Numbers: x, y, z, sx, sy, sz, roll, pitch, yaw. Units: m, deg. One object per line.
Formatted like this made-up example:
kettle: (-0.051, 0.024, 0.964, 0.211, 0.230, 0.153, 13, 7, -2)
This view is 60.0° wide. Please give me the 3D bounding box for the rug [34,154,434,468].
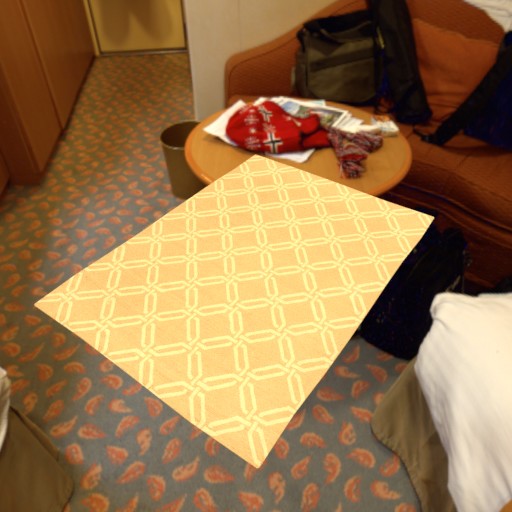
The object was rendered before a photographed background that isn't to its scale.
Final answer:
rug: (0.000, 0.000, 4.382, 2.452, 0.020, 3.365, 25, 47, 26)
